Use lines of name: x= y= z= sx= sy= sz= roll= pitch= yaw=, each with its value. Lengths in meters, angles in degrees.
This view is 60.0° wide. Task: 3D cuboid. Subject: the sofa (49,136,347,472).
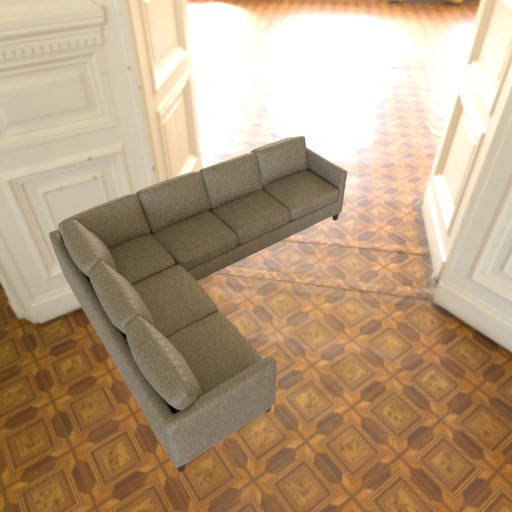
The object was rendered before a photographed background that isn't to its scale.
sofa: x=0.000 y=0.000 z=4.512 sx=3.302 sy=0.947 sz=2.593 roll=-26 pitch=48 yaw=-26
